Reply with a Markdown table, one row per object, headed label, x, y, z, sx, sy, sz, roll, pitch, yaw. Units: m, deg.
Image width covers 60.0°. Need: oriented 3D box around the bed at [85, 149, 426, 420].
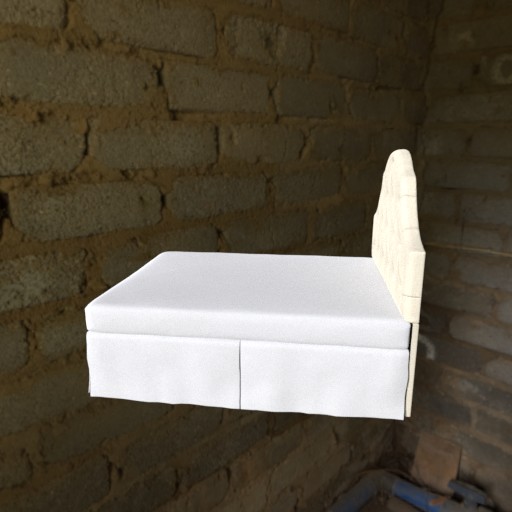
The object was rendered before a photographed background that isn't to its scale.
| label | x | y | z | sx | sy | sz | roll | pitch | yaw |
| --- | --- | --- | --- | --- | --- | --- | --- | --- | --- |
| bed | 0.000 | 0.000 | 3.363 | 2.092 | 1.575 | 1.627 | 2 | 14 | 7 |
